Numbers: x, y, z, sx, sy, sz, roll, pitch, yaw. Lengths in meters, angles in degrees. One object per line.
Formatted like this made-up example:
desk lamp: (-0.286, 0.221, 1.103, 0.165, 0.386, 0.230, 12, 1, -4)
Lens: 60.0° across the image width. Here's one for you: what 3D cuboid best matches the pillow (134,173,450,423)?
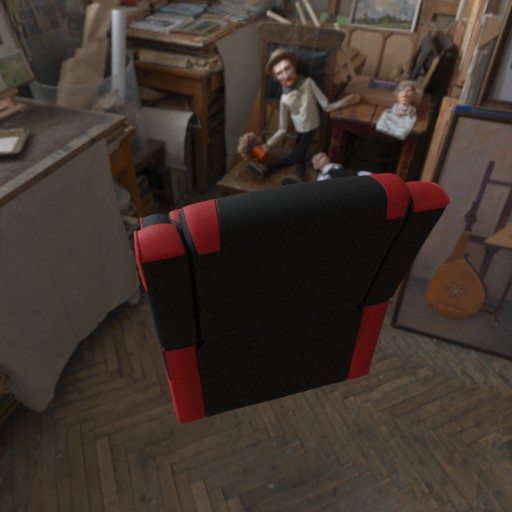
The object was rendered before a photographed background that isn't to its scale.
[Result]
pillow: (0.000, 0.000, 1.280, 0.620, 0.805, 0.672, -11, 43, -12)
